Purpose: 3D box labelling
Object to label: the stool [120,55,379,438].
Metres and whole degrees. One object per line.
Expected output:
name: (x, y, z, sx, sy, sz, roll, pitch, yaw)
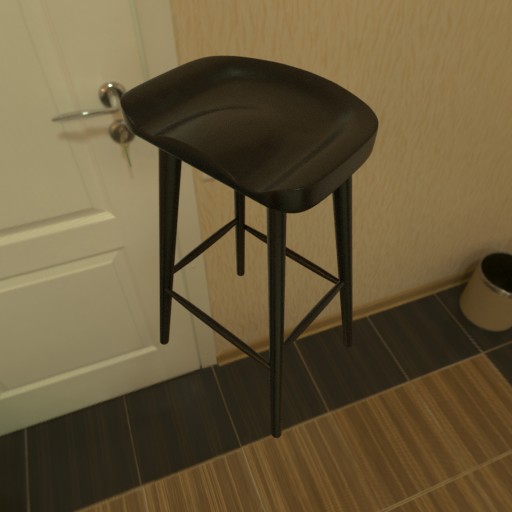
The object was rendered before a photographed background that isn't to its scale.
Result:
stool: (0.000, 0.000, 1.009, 0.440, 0.749, 0.361, 32, 55, 26)
